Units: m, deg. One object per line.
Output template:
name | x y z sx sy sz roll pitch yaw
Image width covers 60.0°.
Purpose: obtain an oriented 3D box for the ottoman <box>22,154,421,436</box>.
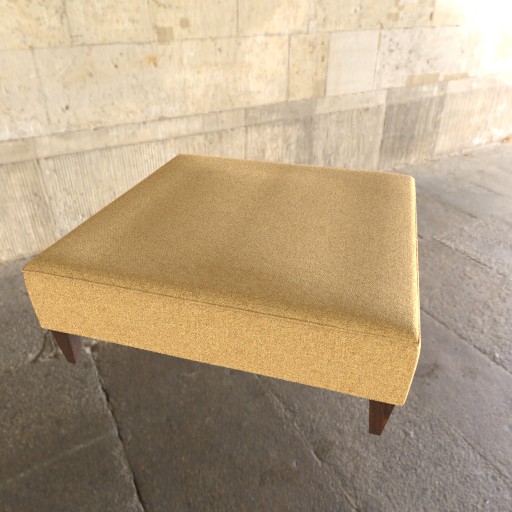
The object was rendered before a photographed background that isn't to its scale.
ottoman | 0.000 0.000 1.475 0.981 0.378 0.970 9 32 14
